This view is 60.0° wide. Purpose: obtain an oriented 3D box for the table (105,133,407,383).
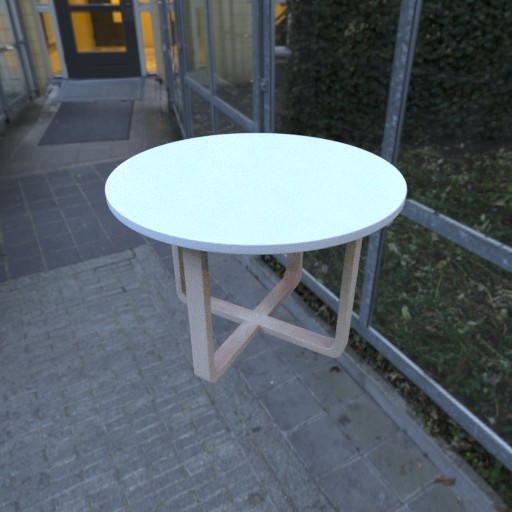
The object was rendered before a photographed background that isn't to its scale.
[{"bbox_3d":[0.000,0.000,1.019,0.600,0.400,0.600,0,31,0],"label":"table"}]
